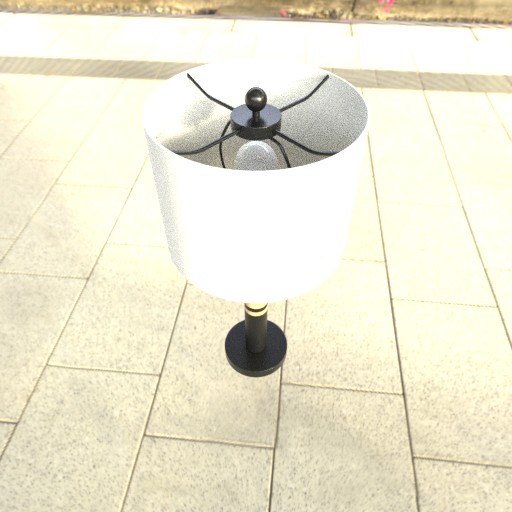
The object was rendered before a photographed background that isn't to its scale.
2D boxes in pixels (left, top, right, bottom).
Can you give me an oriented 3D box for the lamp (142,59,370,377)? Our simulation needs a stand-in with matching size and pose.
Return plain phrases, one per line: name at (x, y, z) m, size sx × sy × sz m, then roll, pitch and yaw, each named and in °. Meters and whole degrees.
lamp at (0.000, 0.000, 0.814) m, size 0.305 × 0.640 × 0.305 m, roll 3°, pitch 46°, yaw 3°
